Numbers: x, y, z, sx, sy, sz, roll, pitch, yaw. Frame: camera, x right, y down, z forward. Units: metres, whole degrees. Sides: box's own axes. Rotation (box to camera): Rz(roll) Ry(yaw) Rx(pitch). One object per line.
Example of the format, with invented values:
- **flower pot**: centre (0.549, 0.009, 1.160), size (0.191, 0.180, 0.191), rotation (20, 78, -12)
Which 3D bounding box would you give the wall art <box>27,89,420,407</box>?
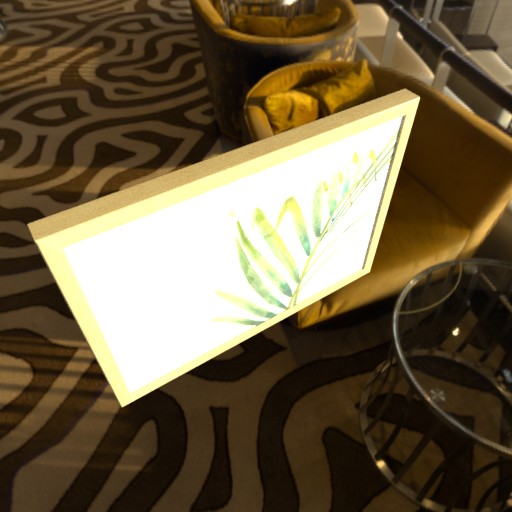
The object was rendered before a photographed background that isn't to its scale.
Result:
- **wall art**: centre (0.000, 0.000, 0.679), size (0.533, 0.381, 0.032), rotation (-25, 52, -21)
